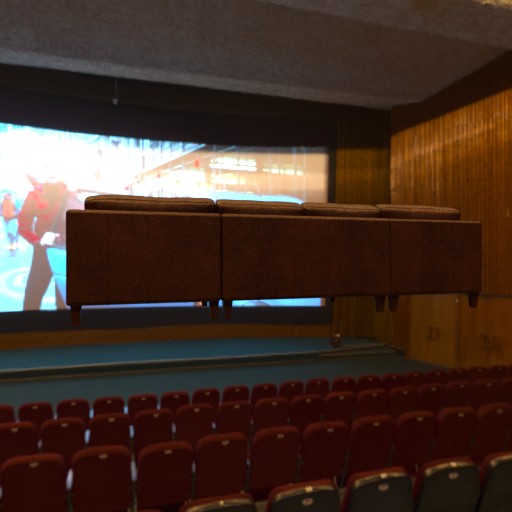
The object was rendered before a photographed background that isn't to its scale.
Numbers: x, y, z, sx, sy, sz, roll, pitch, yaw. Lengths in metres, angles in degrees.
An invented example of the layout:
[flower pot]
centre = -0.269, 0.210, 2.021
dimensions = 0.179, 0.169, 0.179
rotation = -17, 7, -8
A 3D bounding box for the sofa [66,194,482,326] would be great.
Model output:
[sofa]
centre = 0.000, 0.000, 4.471
dimensions = 3.324, 0.891, 2.452
rotation = 0, 0, -18
